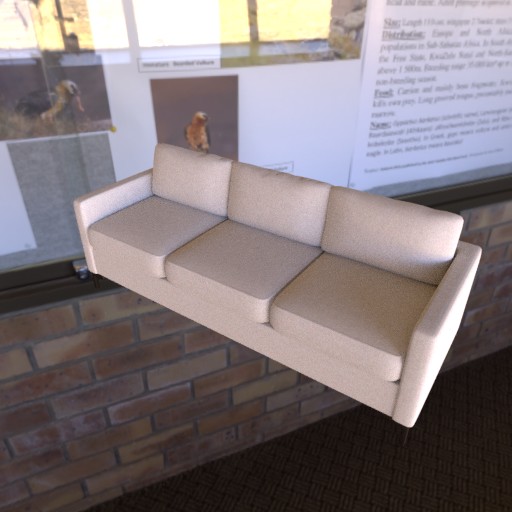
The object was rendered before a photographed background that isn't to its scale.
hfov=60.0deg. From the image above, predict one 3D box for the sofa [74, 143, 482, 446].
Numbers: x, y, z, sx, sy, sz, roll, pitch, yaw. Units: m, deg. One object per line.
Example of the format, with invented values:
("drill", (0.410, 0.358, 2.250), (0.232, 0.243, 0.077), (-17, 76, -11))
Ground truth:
("sofa", (0.000, 0.000, 2.598), (2.218, 0.874, 0.859), (20, 37, 29))
